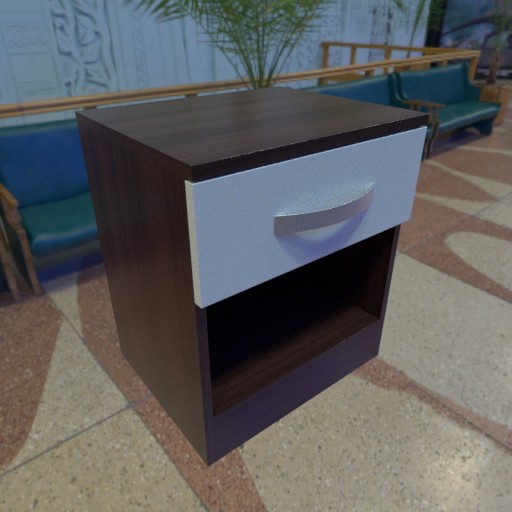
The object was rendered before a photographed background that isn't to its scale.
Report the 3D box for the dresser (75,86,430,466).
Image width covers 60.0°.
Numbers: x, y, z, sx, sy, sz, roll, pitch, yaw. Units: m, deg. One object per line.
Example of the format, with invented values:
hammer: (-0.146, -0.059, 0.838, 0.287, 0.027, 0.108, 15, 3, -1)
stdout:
dresser: (0.000, 0.000, 0.755, 0.400, 0.470, 0.360, -21, 35, -33)
